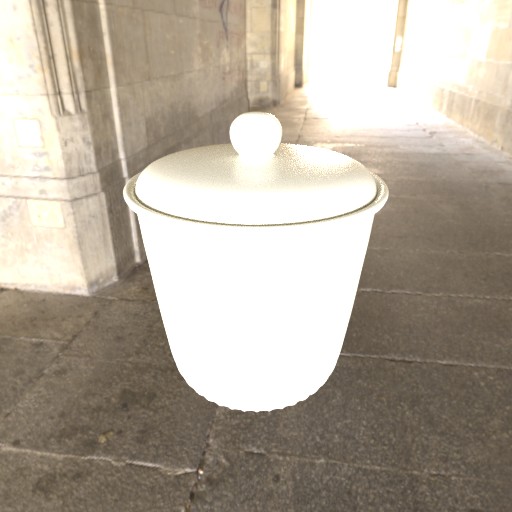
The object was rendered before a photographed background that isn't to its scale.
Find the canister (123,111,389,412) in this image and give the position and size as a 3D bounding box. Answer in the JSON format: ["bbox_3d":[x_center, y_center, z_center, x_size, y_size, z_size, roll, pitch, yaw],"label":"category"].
[{"bbox_3d":[0.000,0.000,0.338,0.181,0.211,0.181,0,26,0],"label":"canister"}]
